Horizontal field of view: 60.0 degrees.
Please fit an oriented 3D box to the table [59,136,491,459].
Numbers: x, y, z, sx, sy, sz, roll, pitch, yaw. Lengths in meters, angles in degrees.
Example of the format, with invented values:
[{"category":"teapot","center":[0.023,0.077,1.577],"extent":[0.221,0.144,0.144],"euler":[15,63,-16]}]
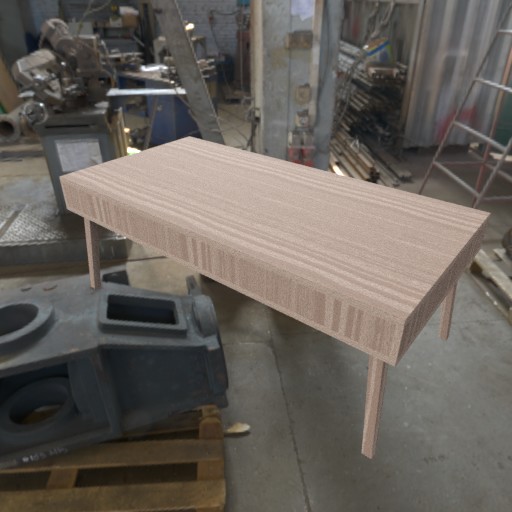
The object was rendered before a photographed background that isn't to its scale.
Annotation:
[{"category":"table","center":[0.000,0.000,1.472],"extent":[1.200,0.450,0.600],"euler":[22,38,32]}]
